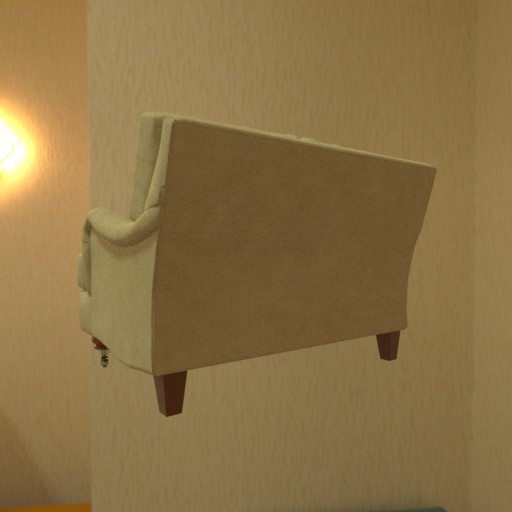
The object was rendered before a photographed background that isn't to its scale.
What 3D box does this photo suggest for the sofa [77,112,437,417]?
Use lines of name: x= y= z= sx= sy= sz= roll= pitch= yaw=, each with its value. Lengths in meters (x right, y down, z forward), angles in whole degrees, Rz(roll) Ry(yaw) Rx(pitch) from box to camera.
sofa: x=0.000 y=0.000 z=2.201 sx=1.498 sy=1.087 sz=1.086 roll=-1 pitch=2 yaw=-37
